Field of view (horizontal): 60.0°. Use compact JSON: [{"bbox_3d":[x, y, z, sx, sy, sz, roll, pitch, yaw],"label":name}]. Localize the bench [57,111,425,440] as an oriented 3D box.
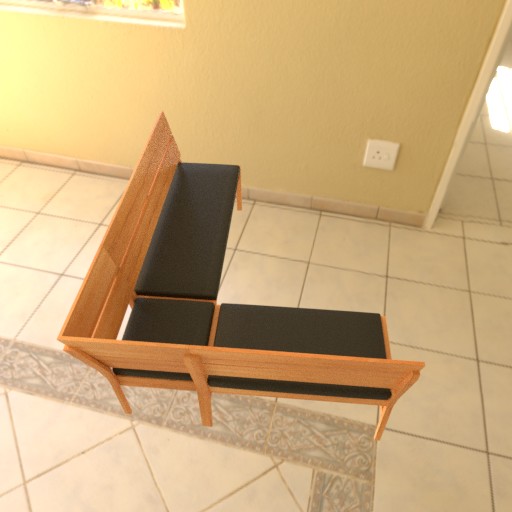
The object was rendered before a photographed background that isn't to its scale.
[{"bbox_3d":[0.000,0.000,2.834,1.548,0.890,1.948,3,47,3],"label":"bench"}]
